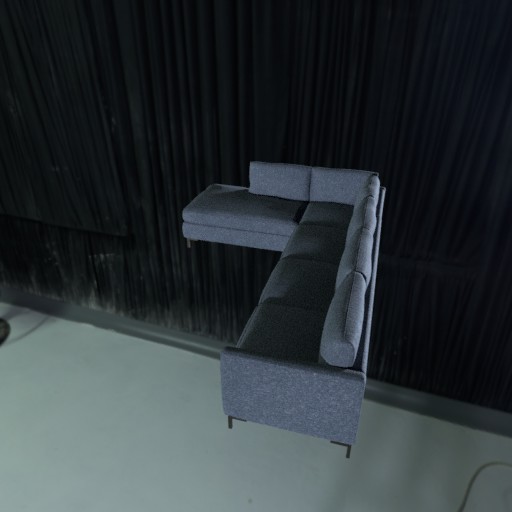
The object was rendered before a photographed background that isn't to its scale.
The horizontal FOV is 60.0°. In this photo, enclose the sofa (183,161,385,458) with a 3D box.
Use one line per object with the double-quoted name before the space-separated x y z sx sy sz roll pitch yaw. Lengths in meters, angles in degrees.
"sofa" 0.000 0.000 3.798 2.007 0.815 2.949 8 31 14
